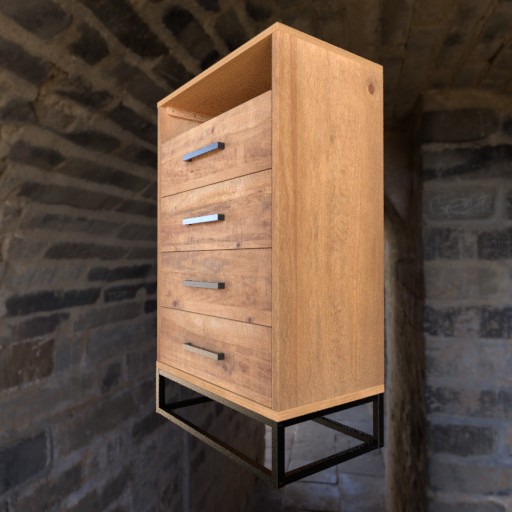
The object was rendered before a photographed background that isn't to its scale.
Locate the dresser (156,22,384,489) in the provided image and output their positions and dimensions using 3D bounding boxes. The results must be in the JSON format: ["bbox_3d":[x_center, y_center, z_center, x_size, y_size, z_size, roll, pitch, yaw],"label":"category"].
[{"bbox_3d":[0.000,0.000,1.604,0.479,1.240,0.761,1,-1,-37],"label":"dresser"}]
